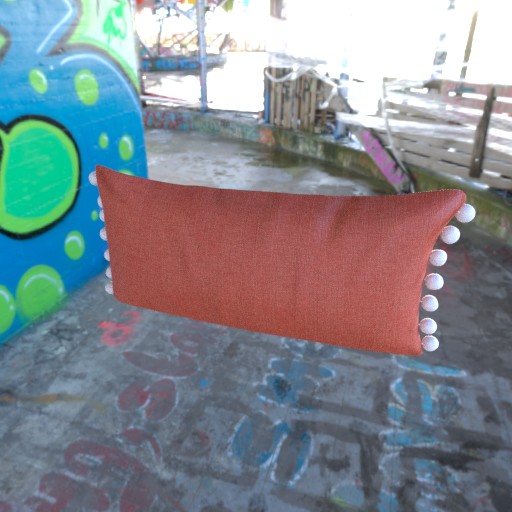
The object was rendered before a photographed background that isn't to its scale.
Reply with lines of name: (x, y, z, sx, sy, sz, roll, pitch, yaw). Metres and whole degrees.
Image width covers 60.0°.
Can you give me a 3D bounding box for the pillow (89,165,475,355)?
pillow: (0.000, 0.000, 0.829, 0.709, 0.322, 0.201, 8, 28, 15)
